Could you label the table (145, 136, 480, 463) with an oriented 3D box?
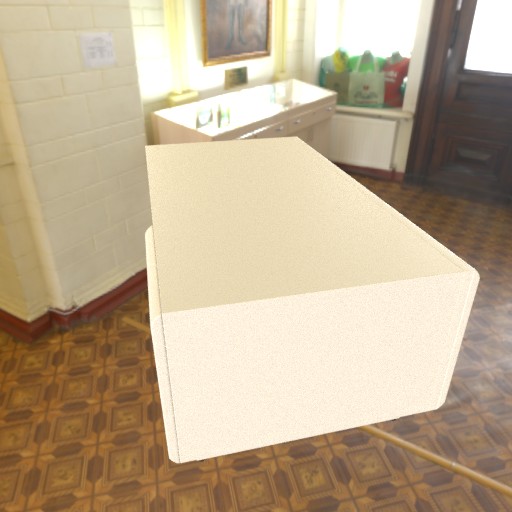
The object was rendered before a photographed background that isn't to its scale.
[{"bbox_3d":[0.000,0.000,1.367,0.639,0.442,1.097,-7,29,-12],"label":"table"}]
